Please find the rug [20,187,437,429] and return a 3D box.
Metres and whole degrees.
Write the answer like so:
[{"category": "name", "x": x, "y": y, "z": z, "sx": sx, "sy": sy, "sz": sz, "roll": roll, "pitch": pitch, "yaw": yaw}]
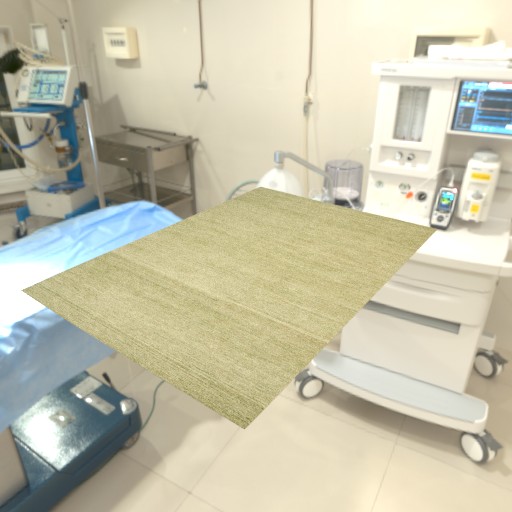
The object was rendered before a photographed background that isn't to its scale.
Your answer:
[{"category": "rug", "x": 0.000, "y": 0.000, "z": 2.856, "sx": 1.606, "sy": 0.017, "sz": 2.270, "roll": 19, "pitch": 33, "yaw": 32}]
